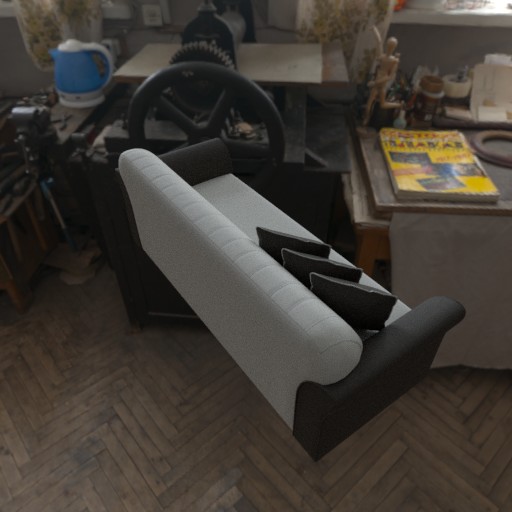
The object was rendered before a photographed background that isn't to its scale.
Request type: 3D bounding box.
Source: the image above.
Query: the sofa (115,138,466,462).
[{"bbox_3d":[0.000,0.000,2.443,0.755,0.787,2.001,-25,46,-26],"label":"sofa"}]
